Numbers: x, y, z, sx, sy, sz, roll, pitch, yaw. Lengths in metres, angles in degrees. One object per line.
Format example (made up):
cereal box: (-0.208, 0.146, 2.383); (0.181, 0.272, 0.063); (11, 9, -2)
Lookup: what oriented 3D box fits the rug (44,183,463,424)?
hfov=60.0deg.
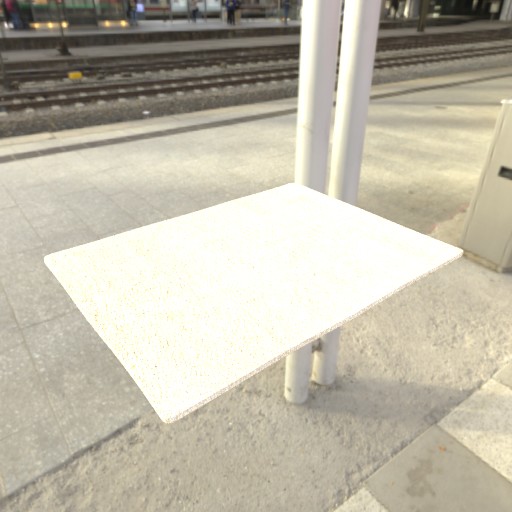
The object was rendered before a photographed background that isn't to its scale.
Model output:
rug: (0.000, 0.000, 2.095); (1.600, 0.027, 1.200); (-21, 36, -33)
